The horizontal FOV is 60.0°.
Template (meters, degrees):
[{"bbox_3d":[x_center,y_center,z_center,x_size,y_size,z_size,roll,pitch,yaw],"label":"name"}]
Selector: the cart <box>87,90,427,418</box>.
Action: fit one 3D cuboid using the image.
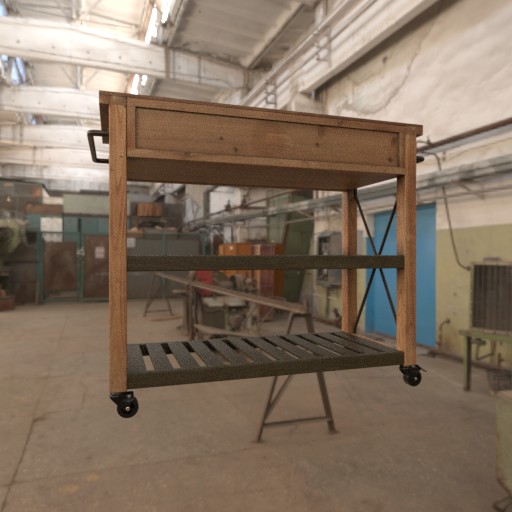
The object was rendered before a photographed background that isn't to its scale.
[{"bbox_3d":[0.000,0.000,0.979,0.686,0.554,0.298,0,0,-18],"label":"cart"}]
